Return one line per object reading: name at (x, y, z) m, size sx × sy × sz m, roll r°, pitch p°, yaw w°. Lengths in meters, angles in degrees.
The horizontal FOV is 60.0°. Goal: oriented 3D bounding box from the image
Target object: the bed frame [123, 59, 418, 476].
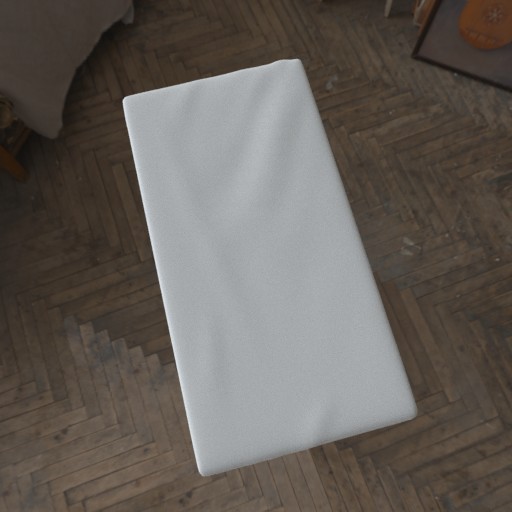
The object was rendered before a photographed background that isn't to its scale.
bed frame at (0.000, 0.000, 2.369) m, size 0.989 × 0.619 × 1.903 m, roll -14°, pitch 76°, yaw -4°
